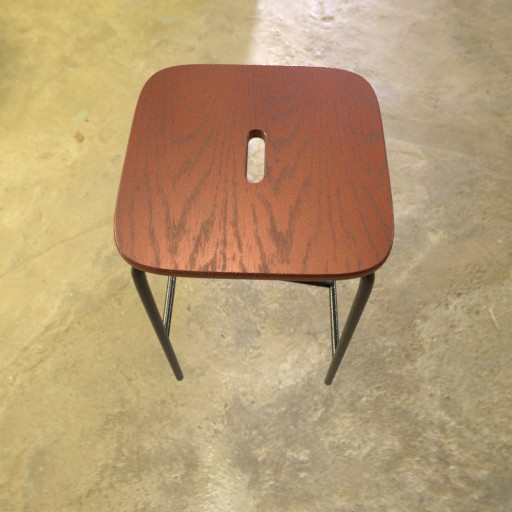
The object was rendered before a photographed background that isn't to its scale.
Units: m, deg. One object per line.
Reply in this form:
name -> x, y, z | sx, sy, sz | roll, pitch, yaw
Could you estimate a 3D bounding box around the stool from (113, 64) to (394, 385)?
stool -> 0.000, 0.000, 0.877 | 0.376, 0.610, 0.376 | 2, 63, 1
